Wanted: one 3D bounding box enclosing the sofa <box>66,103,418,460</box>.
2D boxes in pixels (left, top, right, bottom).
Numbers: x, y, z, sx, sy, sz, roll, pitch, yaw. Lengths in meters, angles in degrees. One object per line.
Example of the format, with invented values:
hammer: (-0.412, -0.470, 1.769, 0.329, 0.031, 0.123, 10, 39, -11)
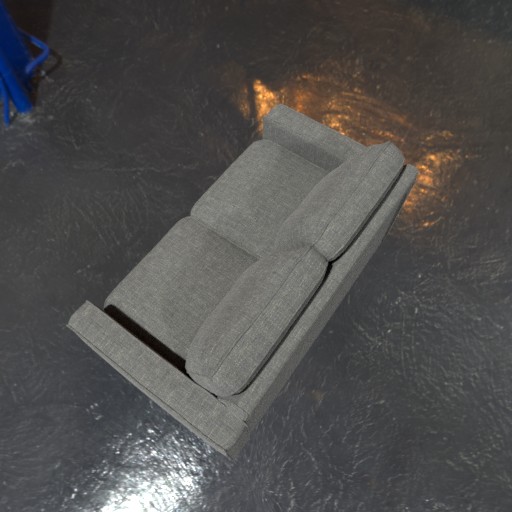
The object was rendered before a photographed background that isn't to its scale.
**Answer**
sofa: (0.000, 0.000, 2.306, 0.947, 0.918, 1.709, 33, 67, 16)
